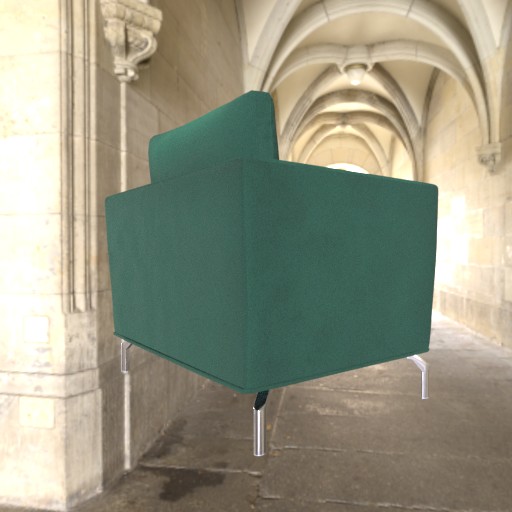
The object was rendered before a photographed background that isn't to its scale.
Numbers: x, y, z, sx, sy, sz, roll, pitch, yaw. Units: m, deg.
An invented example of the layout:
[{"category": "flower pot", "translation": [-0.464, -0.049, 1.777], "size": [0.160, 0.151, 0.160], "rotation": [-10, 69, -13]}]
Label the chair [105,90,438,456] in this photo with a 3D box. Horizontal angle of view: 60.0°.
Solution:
[{"category": "chair", "translation": [0.000, 0.000, 1.723], "size": [0.852, 0.997, 1.047], "rotation": [-1, 1, -36]}]
